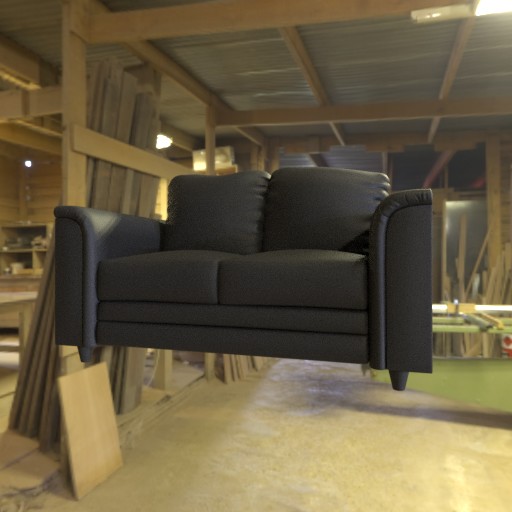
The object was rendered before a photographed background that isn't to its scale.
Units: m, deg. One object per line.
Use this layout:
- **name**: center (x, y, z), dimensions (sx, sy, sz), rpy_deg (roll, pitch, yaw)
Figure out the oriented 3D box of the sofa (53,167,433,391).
- **sofa**: center (0.000, 0.000, 1.930), dimensions (1.386, 0.845, 0.887), rpy_deg (0, 0, 18)
